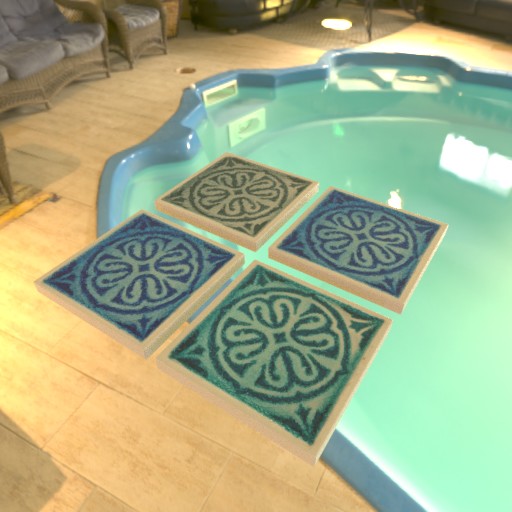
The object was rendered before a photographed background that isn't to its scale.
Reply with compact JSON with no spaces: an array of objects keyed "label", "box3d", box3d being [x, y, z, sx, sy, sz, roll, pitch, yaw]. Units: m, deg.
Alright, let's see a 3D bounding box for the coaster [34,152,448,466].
[{"label":"coaster","box3d":[0.000,0.000,0.323,0.214,0.010,0.219,23,46,25]}]
